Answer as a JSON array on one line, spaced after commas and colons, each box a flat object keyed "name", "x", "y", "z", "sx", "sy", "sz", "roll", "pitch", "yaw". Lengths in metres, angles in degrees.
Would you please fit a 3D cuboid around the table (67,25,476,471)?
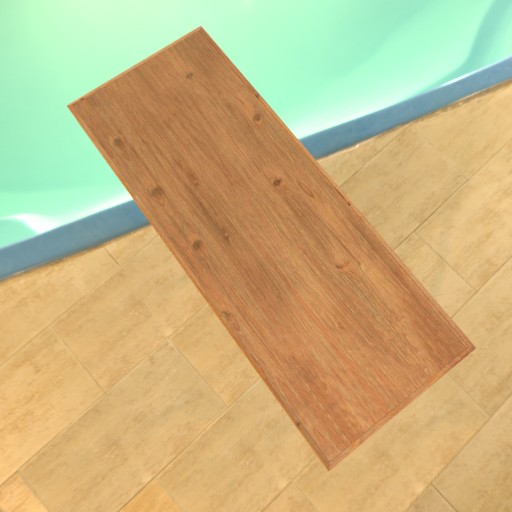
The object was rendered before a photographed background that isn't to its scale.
[{"name": "table", "x": 0.000, "y": 0.000, "z": 1.733, "sx": 0.522, "sy": 0.873, "sz": 1.330, "roll": -36, "pitch": 78, "yaw": -9}]
